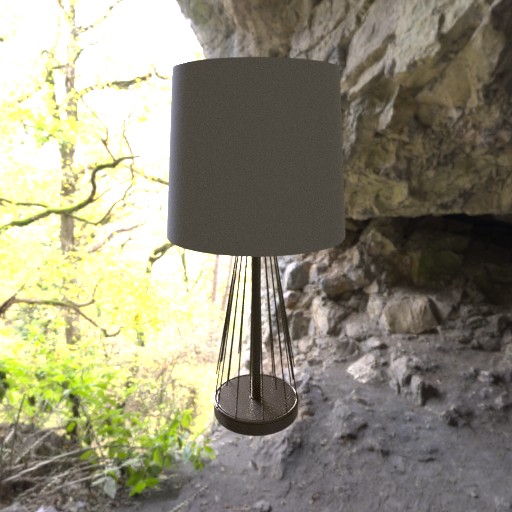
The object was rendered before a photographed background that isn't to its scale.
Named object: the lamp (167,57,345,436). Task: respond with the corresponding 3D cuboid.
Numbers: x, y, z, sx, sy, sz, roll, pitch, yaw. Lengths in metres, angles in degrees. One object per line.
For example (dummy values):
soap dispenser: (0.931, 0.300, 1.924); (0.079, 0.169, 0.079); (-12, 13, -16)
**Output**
lamp: (0.000, 0.000, 0.778); (0.303, 0.618, 0.303); (0, 16, 0)
